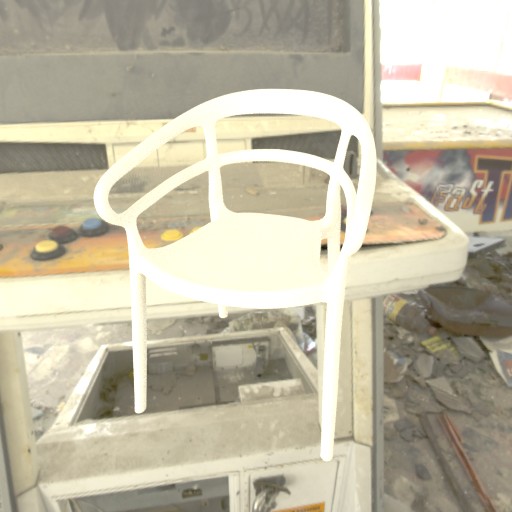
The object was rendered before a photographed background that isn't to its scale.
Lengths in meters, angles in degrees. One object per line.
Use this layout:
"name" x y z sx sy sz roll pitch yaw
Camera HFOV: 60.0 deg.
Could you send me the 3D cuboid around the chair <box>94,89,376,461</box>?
"chair" 0.000 0.000 1.142 0.559 0.761 0.527 8 27 15
